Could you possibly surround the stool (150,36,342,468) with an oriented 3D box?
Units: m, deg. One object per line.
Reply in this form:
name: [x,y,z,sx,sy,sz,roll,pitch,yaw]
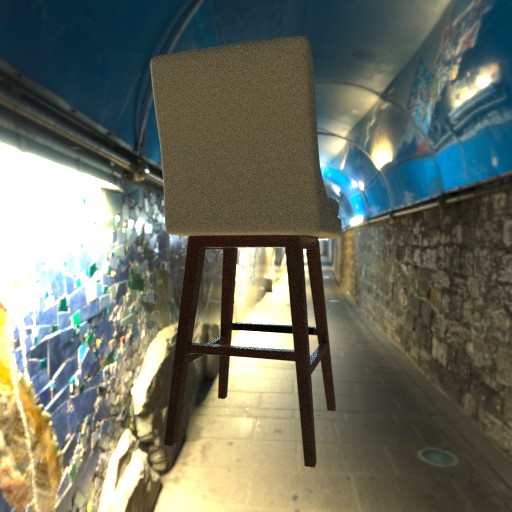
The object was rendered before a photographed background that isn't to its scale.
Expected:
stool: [0.000,0.000,1.390,0.483,1.093,0.559,0,1,17]
